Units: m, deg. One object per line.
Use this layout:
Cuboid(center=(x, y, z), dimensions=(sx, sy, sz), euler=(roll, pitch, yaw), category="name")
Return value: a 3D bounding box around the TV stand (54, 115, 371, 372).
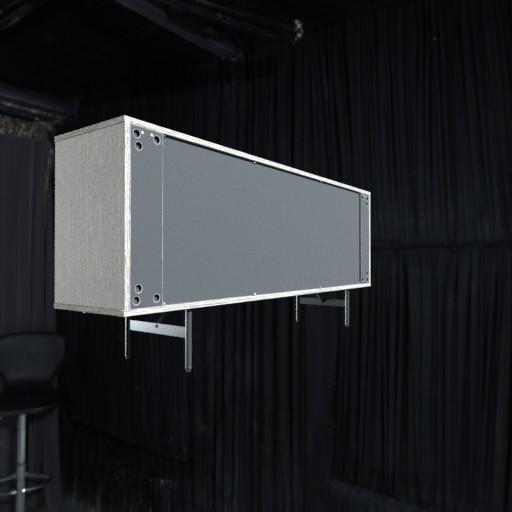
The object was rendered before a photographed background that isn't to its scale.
Cuboid(center=(0.000, 0.000, 2.102), dimensions=(0.405, 0.787, 1.804), euler=(0, -1, 37), category="TV stand")
